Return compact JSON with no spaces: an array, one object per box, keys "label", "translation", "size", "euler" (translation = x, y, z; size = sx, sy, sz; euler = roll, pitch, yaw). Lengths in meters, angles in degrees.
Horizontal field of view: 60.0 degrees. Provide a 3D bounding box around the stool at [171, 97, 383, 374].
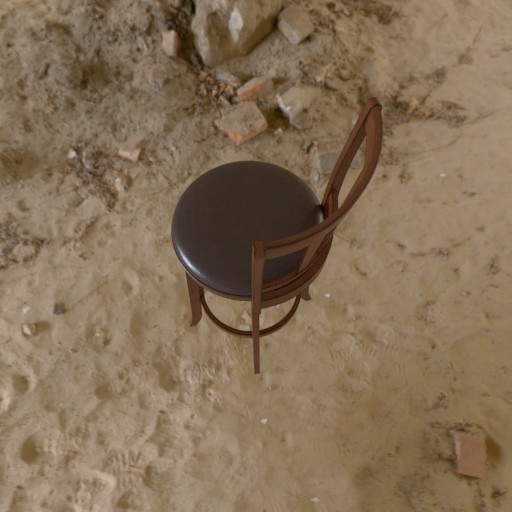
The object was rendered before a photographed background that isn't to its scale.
[{"label":"stool","translation":[0.000,0.000,1.437],"size":[0.503,1.177,0.464],"euler":[33,68,15]}]
